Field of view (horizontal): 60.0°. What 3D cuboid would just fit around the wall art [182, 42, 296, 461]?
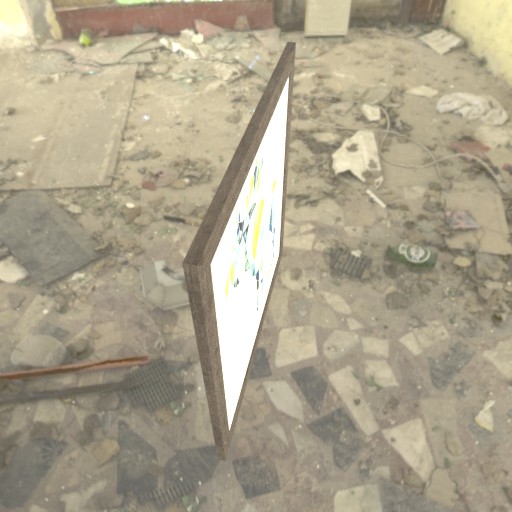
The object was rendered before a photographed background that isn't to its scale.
[{"bbox_3d":[0.000,0.000,0.675,0.013,0.457,0.457,10,48,9],"label":"wall art"}]
